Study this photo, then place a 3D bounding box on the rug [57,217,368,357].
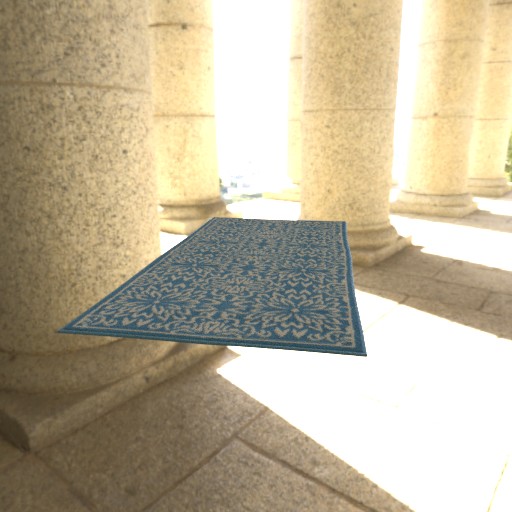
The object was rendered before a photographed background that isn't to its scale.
[{"bbox_3d":[0.000,0.000,1.414,0.604,0.007,1.219,3,16,9],"label":"rug"}]
